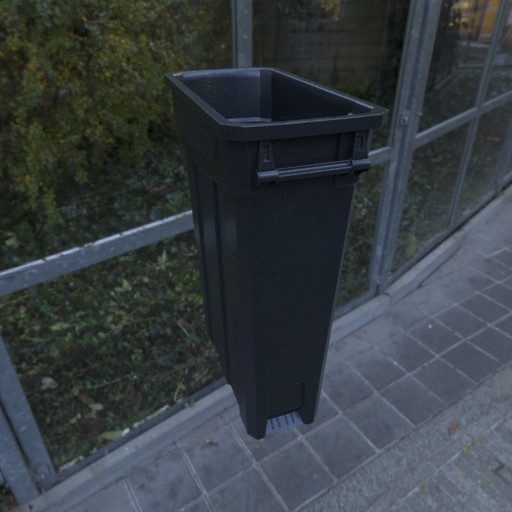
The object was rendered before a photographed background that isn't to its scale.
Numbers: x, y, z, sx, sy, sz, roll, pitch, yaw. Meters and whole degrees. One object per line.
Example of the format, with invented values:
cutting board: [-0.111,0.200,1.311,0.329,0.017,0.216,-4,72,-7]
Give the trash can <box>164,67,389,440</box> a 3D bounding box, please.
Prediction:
trash can: [0.000,0.000,1.059,0.281,0.762,0.559,-10,32,-17]
